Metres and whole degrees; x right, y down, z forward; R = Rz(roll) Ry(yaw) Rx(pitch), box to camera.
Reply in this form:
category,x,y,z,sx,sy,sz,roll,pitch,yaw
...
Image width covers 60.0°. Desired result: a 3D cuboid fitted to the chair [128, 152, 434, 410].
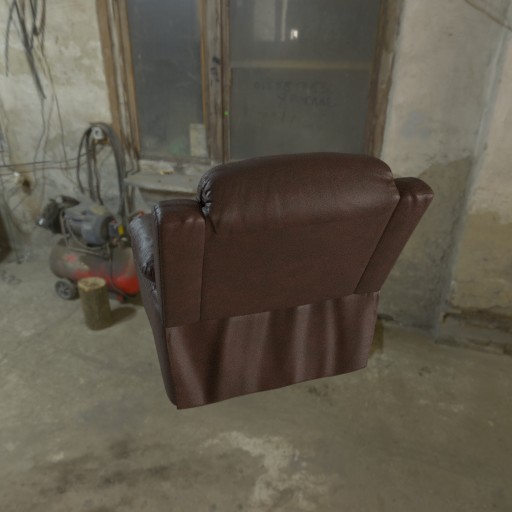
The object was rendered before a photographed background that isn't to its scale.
category,x,y,z,sx,sy,sz,roll,pitch,yaw
chair,0.000,0.000,1.275,0.680,0.702,0.707,-8,27,-16
